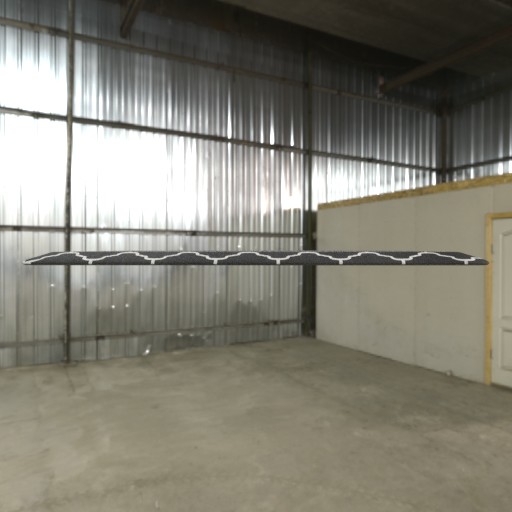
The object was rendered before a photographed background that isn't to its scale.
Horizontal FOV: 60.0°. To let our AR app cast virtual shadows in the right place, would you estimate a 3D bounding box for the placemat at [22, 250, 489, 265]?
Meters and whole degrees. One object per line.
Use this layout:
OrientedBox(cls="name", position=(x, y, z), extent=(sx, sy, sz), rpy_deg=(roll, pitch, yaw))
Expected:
OrientedBox(cls="placemat", position=(0.000, 0.000, 0.947), extent=(0.762, 0.021, 0.508), rpy_deg=(0, 1, 1))
